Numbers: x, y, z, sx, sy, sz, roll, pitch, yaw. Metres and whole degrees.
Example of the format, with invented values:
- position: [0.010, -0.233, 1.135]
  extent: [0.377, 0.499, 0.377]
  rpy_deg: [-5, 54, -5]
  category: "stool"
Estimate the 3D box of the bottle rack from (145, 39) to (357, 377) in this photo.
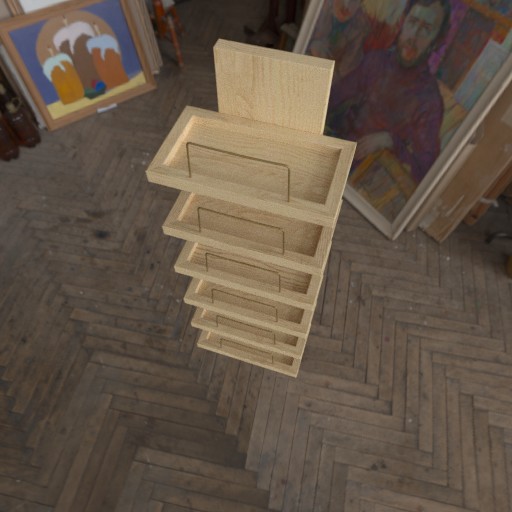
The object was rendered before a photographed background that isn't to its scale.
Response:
- position: [0.000, 0.000, 1.068]
  extent: [0.330, 0.943, 0.206]
  rpy_deg: [15, 59, 10]
  category: "bottle rack"
